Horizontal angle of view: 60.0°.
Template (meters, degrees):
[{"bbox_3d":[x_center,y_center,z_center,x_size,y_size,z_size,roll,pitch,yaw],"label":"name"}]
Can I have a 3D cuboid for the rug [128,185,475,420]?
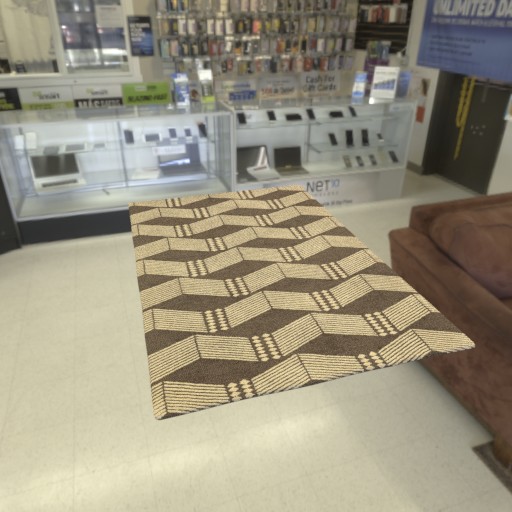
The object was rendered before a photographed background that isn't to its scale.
[{"bbox_3d":[0.000,0.000,2.303,1.210,0.016,1.833,-8,30,-14],"label":"rug"}]
